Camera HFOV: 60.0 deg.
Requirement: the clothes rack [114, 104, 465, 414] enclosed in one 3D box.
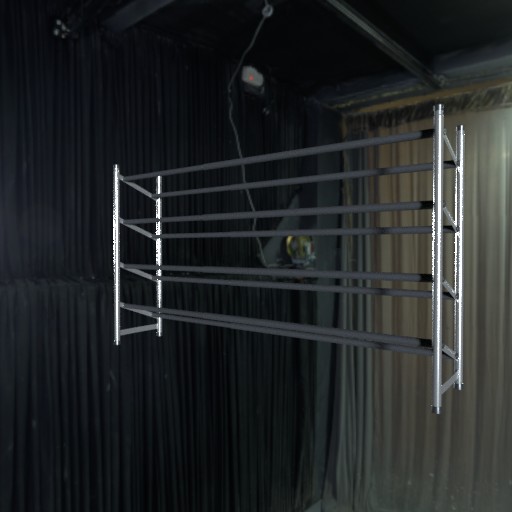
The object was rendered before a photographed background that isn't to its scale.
[{"bbox_3d":[0.000,0.000,1.393,1.168,0.672,0.229,1,1,37],"label":"clothes rack"}]
